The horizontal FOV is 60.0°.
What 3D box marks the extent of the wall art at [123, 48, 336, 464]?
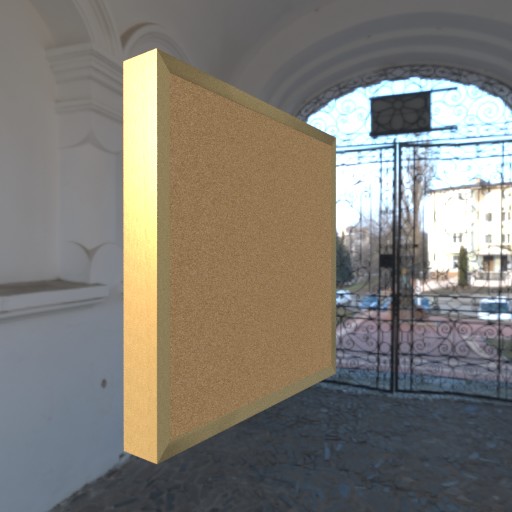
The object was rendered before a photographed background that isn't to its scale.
[{"bbox_3d":[0.000,0.000,0.460,0.038,0.305,0.304,0,0,35],"label":"wall art"}]
